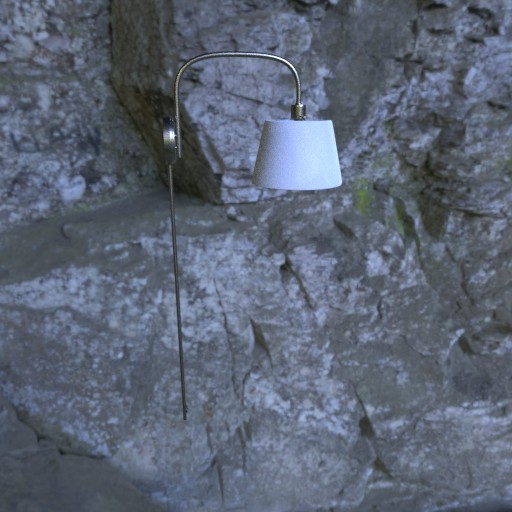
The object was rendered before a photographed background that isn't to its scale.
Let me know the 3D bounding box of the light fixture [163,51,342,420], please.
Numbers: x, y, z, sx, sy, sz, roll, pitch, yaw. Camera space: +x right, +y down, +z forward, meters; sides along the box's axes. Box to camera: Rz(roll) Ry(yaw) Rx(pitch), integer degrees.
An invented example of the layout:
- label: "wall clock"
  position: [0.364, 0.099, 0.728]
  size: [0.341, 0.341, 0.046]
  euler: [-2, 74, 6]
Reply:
- label: "light fixture"
  position: [0.000, 0.000, 0.474]
  size: [0.176, 0.399, 0.092]
  euler: [-3, 18, -8]
